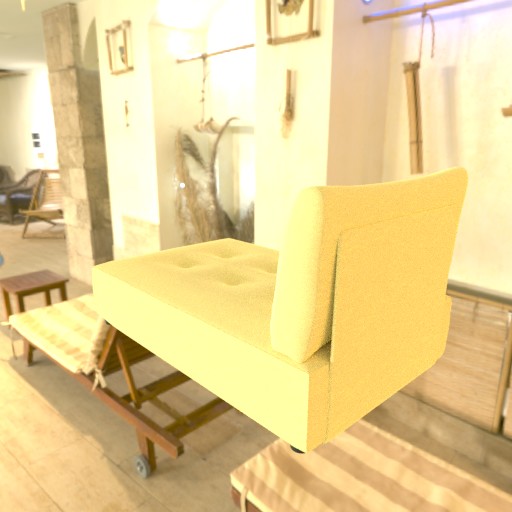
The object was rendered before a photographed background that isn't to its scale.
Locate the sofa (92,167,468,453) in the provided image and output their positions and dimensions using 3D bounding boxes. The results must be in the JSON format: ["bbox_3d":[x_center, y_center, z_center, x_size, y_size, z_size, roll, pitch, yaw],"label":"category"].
[{"bbox_3d":[0.000,0.000,2.002,0.930,0.820,1.450,-14,21,-41],"label":"sofa"}]
